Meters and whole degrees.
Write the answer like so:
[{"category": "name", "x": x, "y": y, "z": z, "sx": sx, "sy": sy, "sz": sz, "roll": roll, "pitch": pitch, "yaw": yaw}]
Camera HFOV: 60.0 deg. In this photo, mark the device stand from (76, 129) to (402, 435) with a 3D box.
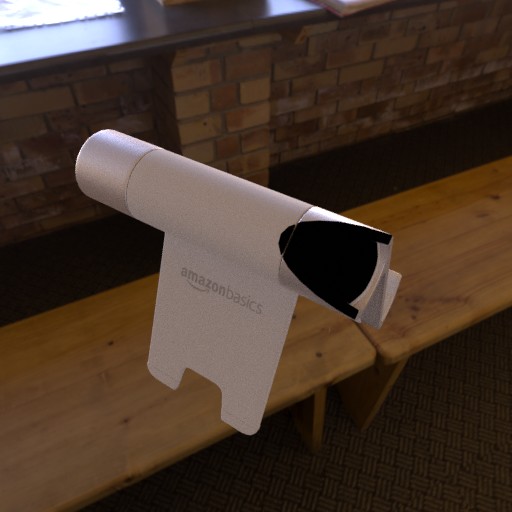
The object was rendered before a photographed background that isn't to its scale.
[{"category": "device stand", "x": 0.000, "y": 0.000, "z": 0.150, "sx": 0.086, "sy": 0.084, "sz": 0.079, "roll": 24, "pitch": 50, "yaw": 22}]
